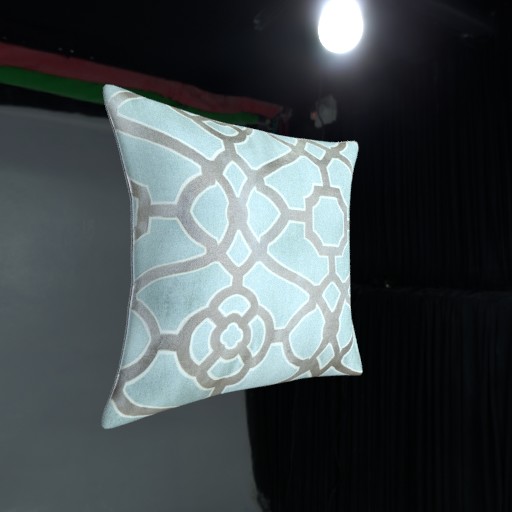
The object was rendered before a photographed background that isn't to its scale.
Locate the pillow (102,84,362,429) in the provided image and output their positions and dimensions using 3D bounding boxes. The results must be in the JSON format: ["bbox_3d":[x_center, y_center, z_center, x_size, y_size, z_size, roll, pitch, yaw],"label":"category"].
[{"bbox_3d":[0.000,0.000,0.808,0.552,0.508,0.166,1,-1,-35],"label":"pillow"}]
